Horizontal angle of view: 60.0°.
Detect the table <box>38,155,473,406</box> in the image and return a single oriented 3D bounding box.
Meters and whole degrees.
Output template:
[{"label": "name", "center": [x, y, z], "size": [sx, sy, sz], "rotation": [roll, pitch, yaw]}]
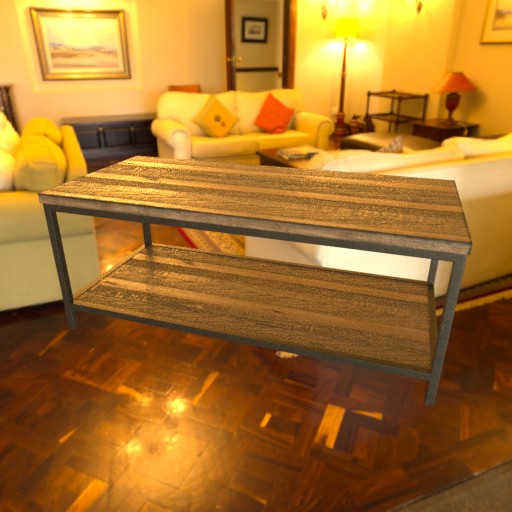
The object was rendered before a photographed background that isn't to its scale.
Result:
[{"label": "table", "center": [0.000, 0.000, 1.236], "size": [0.990, 0.399, 0.452], "rotation": [8, 26, 16]}]
